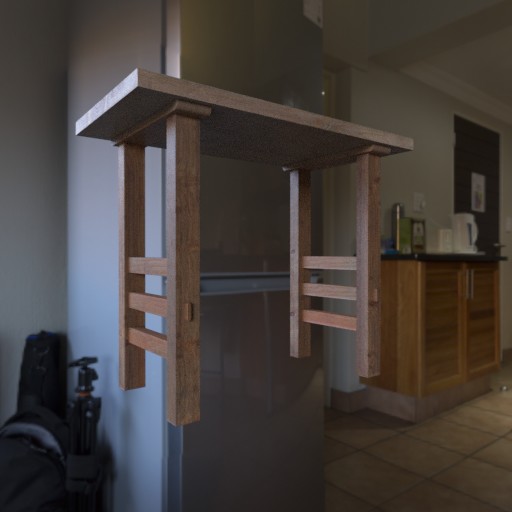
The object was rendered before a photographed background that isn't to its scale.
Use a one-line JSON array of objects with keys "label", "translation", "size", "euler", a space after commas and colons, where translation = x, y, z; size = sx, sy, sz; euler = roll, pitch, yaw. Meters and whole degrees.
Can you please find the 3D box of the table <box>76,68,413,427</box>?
[{"label": "table", "translation": [0.000, 0.000, 1.624], "size": [1.119, 0.914, 0.556], "euler": [0, 0, -36]}]
